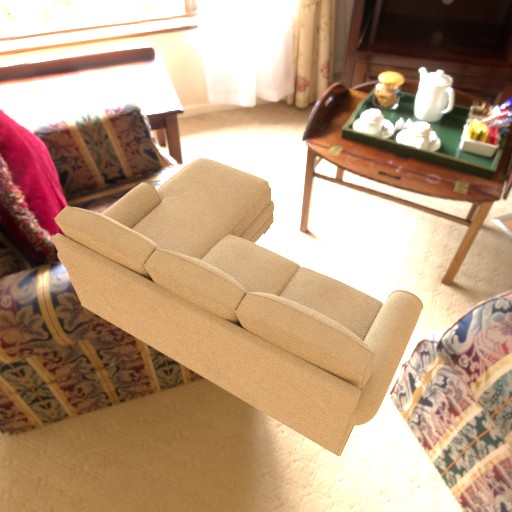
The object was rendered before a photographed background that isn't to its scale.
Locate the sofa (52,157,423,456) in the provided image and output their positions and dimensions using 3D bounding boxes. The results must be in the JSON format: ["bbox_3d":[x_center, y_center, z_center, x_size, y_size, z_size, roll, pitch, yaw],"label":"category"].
[{"bbox_3d":[0.000,0.000,2.416,1.770,0.734,1.226,24,51,21],"label":"sofa"}]
